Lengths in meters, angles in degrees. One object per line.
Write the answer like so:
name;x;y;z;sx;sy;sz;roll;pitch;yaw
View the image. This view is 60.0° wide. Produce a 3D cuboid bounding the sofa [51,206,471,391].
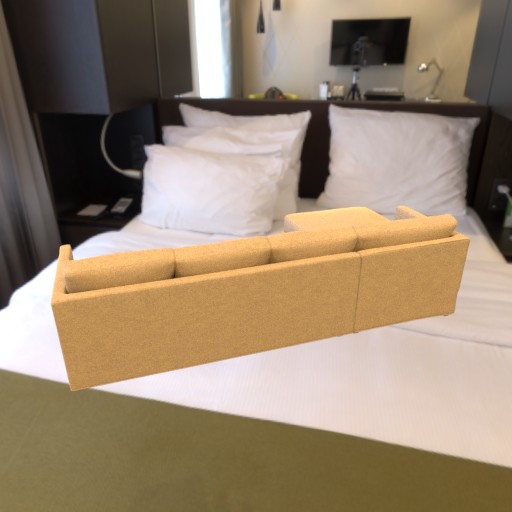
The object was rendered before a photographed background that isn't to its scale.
sofa;0.000;0.000;3.962;3.198;0.920;1.638;-8;26;-17
